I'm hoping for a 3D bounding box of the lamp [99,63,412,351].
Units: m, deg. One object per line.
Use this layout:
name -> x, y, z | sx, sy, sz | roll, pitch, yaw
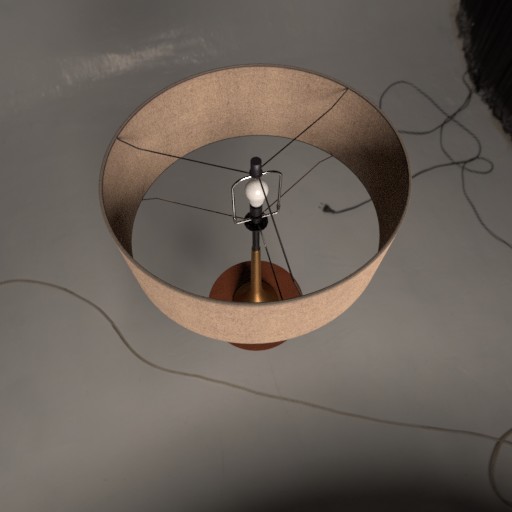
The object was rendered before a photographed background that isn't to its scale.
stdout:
lamp -> 0.000, 0.000, 0.830 | 0.417, 0.551, 0.396 | -15, 64, -8
